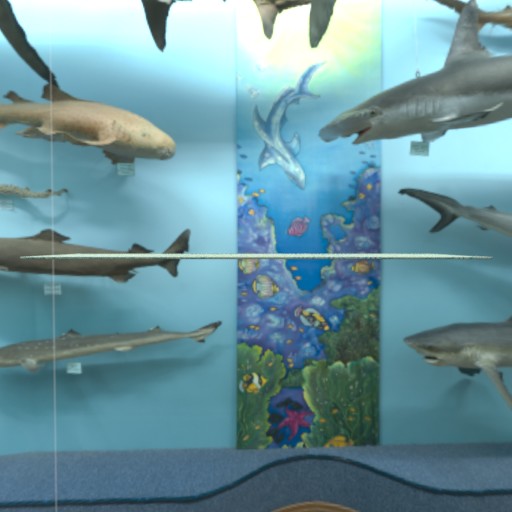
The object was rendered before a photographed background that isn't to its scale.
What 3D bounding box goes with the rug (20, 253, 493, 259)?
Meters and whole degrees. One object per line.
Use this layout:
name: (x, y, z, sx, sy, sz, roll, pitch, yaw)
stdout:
rug: (0.000, 0.000, 2.675, 2.452, 0.012, 0.775, 0, 2, 0)
